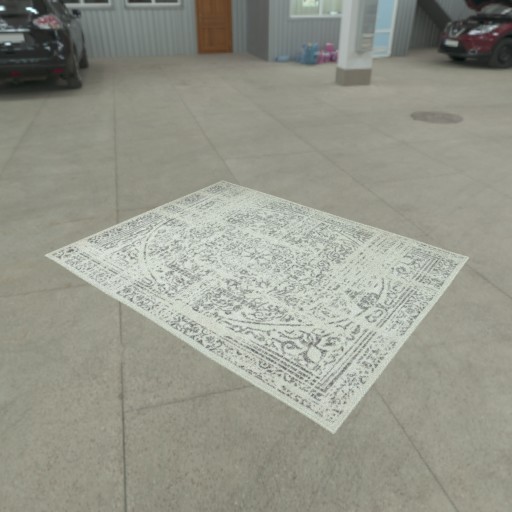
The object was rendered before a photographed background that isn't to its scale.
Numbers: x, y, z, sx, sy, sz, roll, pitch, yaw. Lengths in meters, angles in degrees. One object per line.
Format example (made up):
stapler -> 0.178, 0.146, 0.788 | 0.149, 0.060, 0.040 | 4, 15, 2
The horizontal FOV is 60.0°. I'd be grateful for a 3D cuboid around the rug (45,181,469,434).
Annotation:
rug -> 0.000, 0.000, 3.865 | 2.921, 0.032, 2.311 | 22, 37, 33
